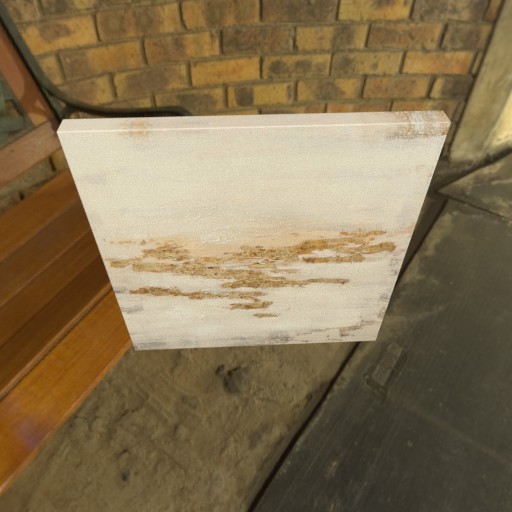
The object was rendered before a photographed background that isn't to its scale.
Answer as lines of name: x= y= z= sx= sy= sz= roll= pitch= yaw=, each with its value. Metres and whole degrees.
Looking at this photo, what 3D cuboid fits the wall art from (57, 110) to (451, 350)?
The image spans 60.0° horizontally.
wall art: x=0.000 y=0.000 z=0.918 sx=0.611 sy=0.613 sz=0.040 roll=-2 pitch=46 yaw=-2
